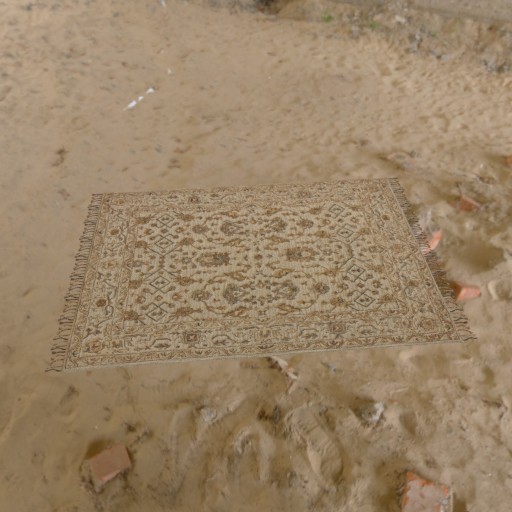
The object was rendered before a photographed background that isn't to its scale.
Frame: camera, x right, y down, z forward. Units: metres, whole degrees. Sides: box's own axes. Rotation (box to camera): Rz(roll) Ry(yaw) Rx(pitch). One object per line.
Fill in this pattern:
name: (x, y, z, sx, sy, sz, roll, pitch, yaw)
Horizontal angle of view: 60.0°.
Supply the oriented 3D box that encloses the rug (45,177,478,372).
rug: (0.000, 0.000, 2.982, 2.434, 0.027, 1.529, -4, 48, -3)
